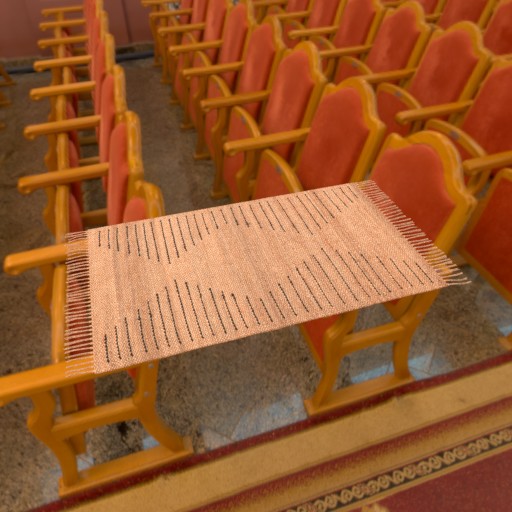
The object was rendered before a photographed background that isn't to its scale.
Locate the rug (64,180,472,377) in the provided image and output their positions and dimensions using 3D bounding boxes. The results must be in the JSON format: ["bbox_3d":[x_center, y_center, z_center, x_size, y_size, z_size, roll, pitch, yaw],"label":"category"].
[{"bbox_3d":[0.000,0.000,2.076,1.718,0.017,0.905,-12,42,-13],"label":"rug"}]
